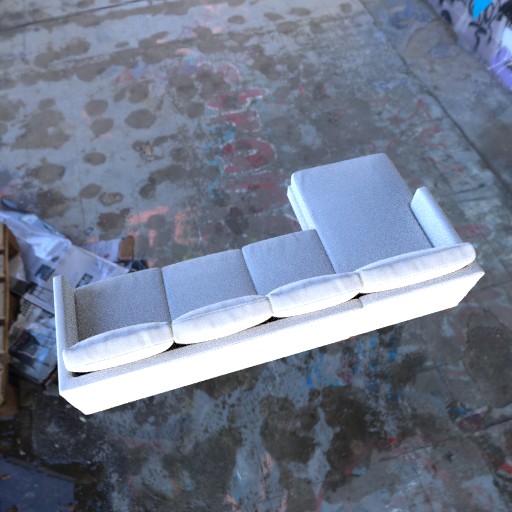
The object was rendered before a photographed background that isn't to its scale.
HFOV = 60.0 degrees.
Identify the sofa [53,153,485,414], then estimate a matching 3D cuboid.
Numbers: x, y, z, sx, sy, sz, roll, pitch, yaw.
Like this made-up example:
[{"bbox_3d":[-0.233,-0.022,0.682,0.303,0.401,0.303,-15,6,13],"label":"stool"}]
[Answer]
[{"bbox_3d":[0.000,0.000,3.750,3.186,0.861,1.625,-14,59,-9],"label":"sofa"}]
